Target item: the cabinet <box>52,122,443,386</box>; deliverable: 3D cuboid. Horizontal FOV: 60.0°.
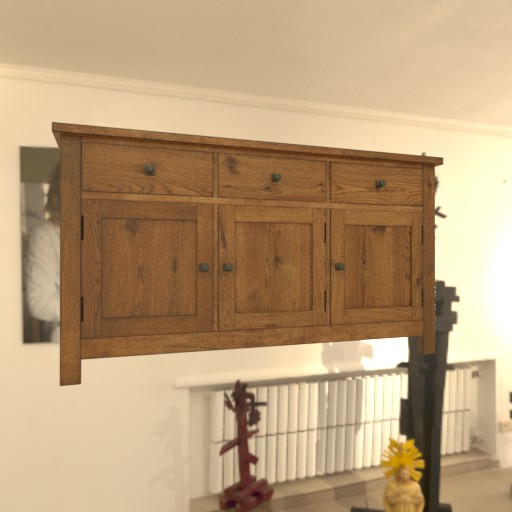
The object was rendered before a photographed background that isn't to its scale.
[{"bbox_3d":[0.000,0.000,1.807,1.474,0.813,0.480,0,0,-19],"label":"cabinet"}]
